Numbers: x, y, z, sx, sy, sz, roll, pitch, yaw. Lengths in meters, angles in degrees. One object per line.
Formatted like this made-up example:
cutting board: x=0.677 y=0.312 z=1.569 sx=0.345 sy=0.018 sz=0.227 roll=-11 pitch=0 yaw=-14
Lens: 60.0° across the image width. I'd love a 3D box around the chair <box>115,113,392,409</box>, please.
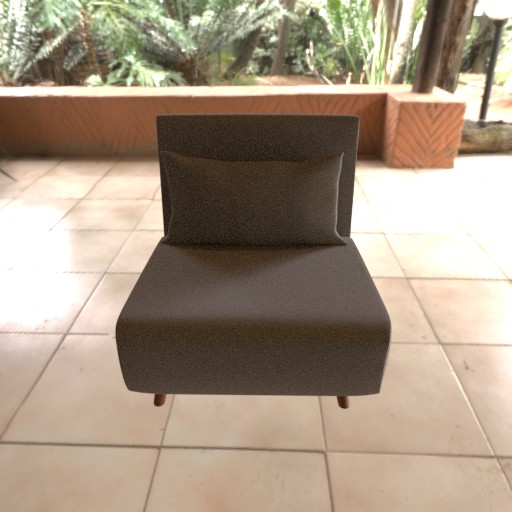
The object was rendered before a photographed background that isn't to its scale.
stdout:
chair: x=0.000 y=0.000 z=1.525 sx=0.770 sy=0.808 sz=0.902 roll=0 pitch=29 yaw=1
